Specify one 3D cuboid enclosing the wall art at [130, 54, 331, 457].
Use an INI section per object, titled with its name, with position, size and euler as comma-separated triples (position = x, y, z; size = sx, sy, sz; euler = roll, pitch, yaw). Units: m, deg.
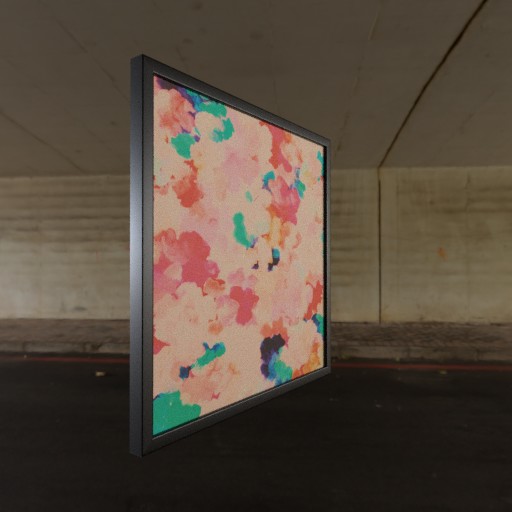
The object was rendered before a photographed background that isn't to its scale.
[wall art]
position = 0.000, 0.000, 1.142
size = 0.036, 0.755, 0.756
euler = 0, 0, 37
